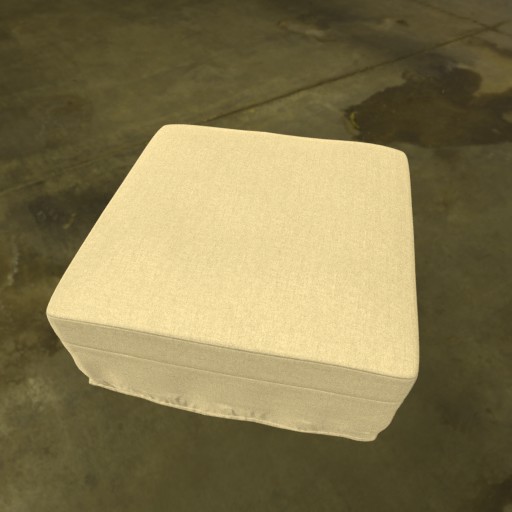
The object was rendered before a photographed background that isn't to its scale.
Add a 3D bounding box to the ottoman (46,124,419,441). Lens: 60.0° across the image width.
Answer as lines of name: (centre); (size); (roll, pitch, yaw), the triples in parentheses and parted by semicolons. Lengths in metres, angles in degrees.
ottoman: (0.000, 0.000, 1.323); (0.843, 0.436, 0.840); (8, 48, 8)
